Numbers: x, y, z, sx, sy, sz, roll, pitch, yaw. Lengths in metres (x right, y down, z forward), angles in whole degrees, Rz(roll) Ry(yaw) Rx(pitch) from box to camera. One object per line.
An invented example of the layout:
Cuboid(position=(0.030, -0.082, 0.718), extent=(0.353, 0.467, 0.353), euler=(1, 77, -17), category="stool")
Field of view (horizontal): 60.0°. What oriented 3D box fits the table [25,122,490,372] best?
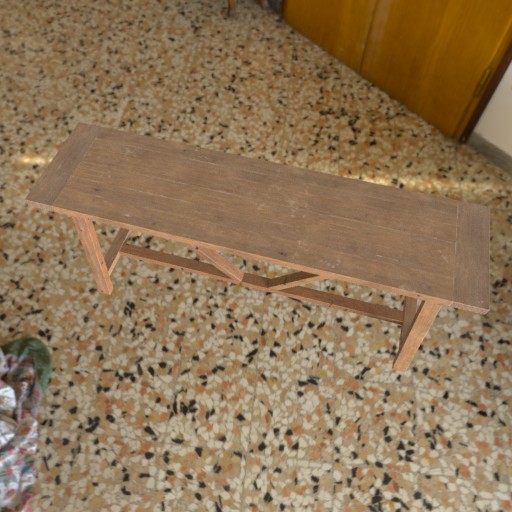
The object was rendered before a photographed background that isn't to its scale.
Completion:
Cuboid(position=(0.000, 0.000, 2.115), extent=(1.800, 0.810, 0.465), euler=(13, 60, 8), category="table")
